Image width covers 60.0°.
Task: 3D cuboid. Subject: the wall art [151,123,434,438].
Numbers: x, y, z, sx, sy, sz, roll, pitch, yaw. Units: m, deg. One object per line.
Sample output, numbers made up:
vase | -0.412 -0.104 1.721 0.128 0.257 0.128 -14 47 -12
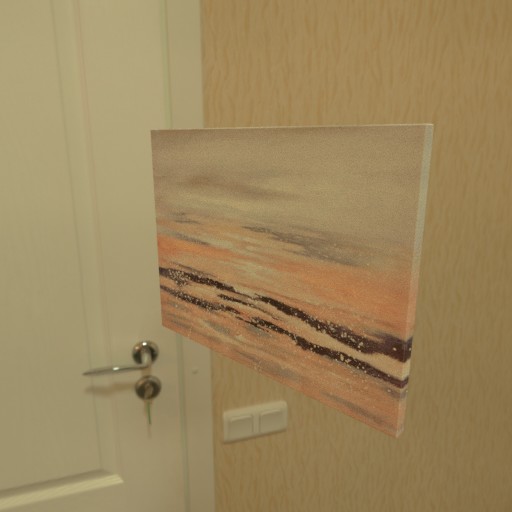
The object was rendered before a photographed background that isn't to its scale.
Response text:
wall art | 0.000 0.000 1.368 1.015 0.763 0.038 14 20 42
